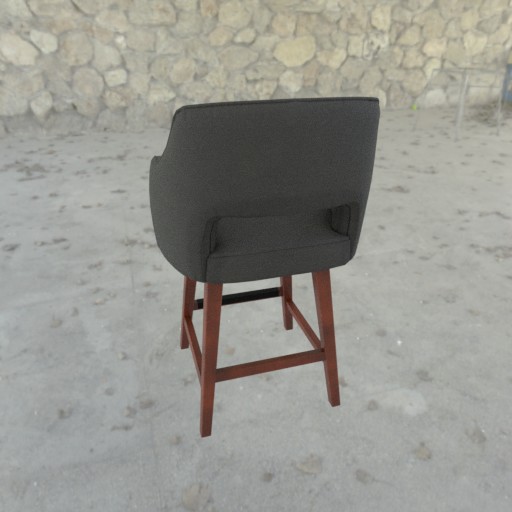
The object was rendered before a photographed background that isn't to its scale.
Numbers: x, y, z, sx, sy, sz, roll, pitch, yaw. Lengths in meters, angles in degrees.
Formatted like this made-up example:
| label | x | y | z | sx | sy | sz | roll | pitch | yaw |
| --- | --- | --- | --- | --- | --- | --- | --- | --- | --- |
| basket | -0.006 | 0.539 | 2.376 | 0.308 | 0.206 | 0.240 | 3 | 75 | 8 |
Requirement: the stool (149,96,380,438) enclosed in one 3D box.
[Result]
| label | x | y | z | sx | sy | sz | roll | pitch | yaw |
| --- | --- | --- | --- | --- | --- | --- | --- | --- | --- |
| stool | 0.000 | 0.000 | 1.259 | 0.548 | 0.912 | 0.558 | -8 | 28 | -15 |
